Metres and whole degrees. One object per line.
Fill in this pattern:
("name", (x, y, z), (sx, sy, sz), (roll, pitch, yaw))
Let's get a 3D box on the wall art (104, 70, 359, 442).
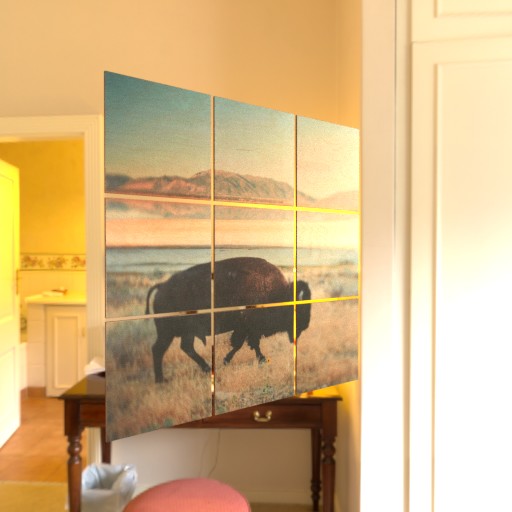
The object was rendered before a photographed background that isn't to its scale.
("wall art", (0.000, 0.000, 2.277), (1.533, 1.532, 0.019), (-1, 1, -35))
